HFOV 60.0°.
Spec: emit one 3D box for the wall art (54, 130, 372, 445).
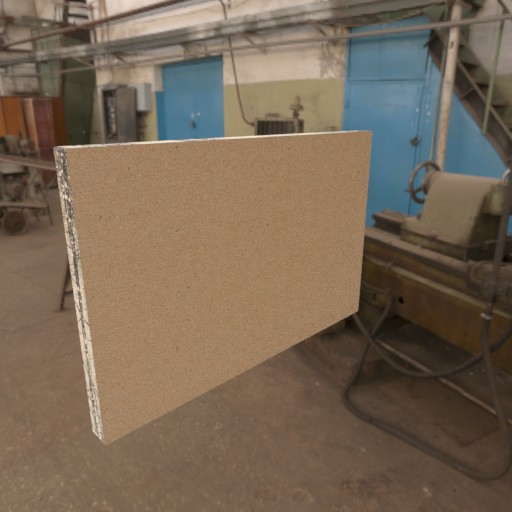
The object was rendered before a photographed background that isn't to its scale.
[{"bbox_3d":[0.000,0.000,0.765,0.618,0.398,0.042,-17,25,-41],"label":"wall art"}]
